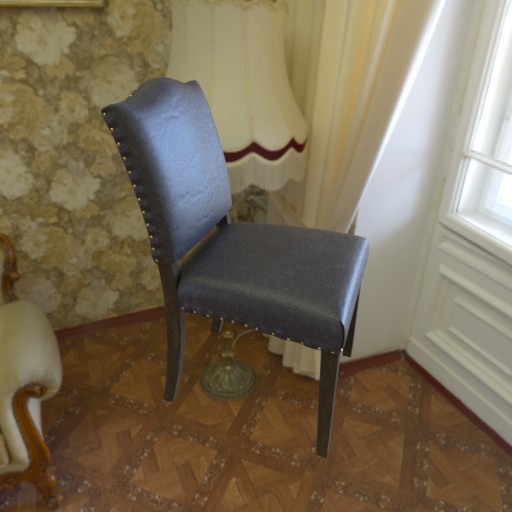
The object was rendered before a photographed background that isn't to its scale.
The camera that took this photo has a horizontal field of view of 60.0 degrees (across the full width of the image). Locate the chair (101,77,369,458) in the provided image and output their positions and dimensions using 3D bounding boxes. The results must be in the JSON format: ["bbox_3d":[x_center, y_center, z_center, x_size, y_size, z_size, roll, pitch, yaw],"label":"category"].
[{"bbox_3d":[0.000,0.000,1.346,0.633,0.991,0.500,10,31,17],"label":"chair"}]
